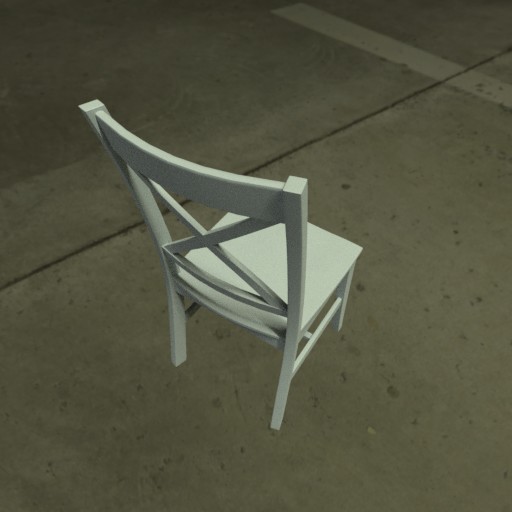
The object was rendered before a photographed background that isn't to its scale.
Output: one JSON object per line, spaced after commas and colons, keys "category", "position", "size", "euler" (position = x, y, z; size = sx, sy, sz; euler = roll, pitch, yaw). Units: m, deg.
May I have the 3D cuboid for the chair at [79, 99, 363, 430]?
{"category": "chair", "position": [0.000, 0.000, 1.249], "size": [0.485, 0.983, 0.542], "euler": [26, 52, 22]}
